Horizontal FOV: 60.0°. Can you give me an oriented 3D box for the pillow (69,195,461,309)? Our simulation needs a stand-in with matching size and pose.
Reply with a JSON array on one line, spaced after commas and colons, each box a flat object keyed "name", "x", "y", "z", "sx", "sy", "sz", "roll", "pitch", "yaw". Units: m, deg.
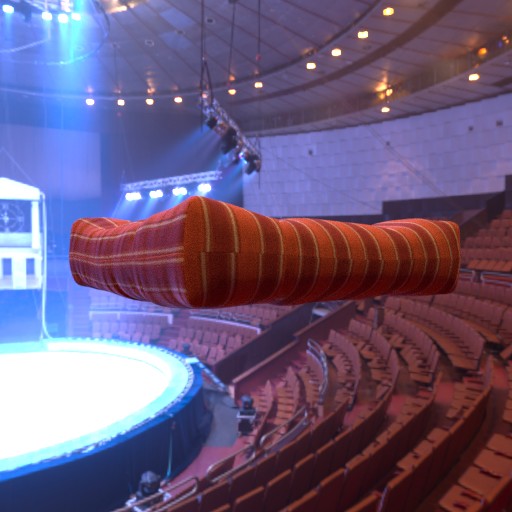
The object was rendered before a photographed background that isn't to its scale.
[{"name": "pillow", "x": 0.000, "y": 0.000, "z": 0.730, "sx": 0.490, "sy": 0.133, "sz": 0.468, "roll": 0, "pitch": 0, "yaw": -36}]
